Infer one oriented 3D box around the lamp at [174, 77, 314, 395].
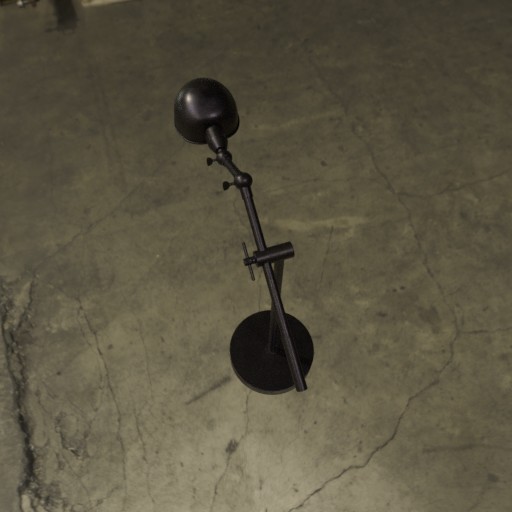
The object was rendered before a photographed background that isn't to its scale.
[{"bbox_3d":[0.000,0.000,0.840,0.185,0.495,0.567,-16,60,-9],"label":"lamp"}]
